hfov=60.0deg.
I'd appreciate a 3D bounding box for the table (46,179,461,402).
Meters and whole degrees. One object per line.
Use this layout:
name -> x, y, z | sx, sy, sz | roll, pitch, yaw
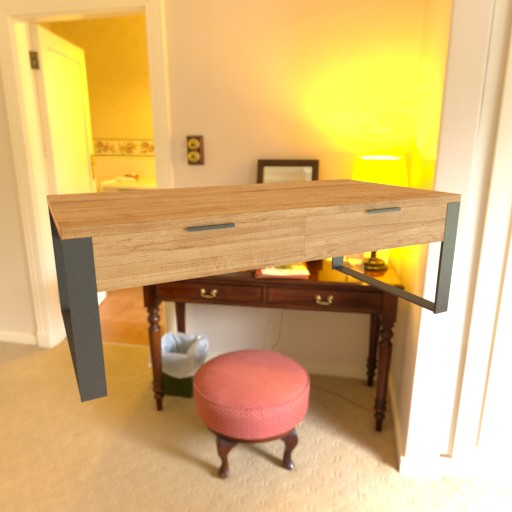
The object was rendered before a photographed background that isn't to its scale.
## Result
table -> 0.000, 0.000, 1.452 | 1.180, 0.400, 0.590 | -8, 17, -26
